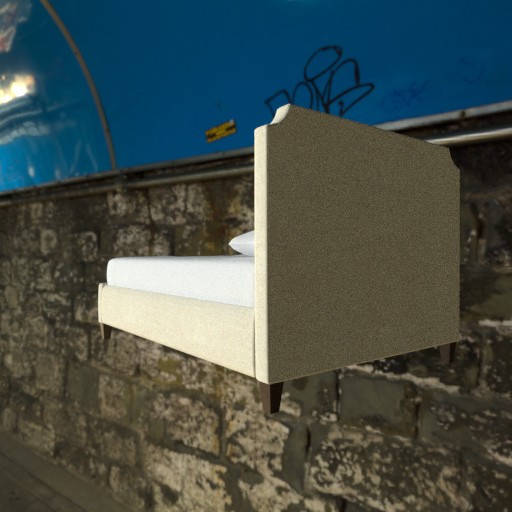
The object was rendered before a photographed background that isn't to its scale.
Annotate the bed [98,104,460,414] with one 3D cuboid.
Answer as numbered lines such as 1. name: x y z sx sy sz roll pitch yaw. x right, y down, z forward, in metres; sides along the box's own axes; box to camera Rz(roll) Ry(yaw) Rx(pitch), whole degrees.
1. bed: 0.000 0.000 3.465 1.713 1.457 2.381 0 0 -38
